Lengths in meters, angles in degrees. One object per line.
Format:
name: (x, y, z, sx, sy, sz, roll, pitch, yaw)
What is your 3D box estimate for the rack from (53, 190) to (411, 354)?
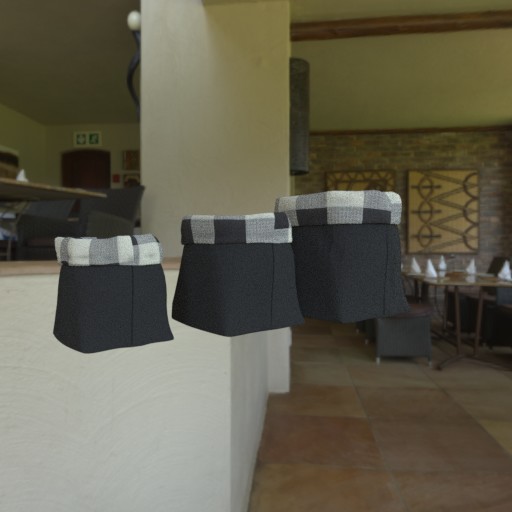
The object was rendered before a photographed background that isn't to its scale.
rack: (0.000, 0.000, 1.084, 0.889, 0.329, 0.370, -1, 1, -36)
